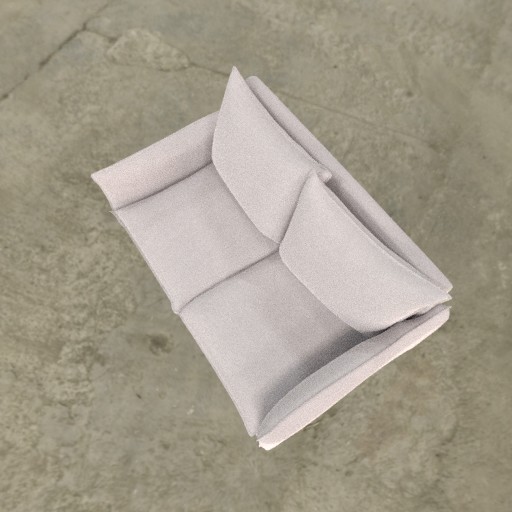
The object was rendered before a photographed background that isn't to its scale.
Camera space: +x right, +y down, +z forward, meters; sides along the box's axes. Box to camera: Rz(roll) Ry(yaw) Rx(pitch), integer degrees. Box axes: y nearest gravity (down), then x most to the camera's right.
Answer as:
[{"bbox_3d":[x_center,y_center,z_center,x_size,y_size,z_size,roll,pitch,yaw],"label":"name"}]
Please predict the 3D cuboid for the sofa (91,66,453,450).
[{"bbox_3d":[0.000,0.000,1.842,0.820,0.840,1.300,-31,68,-14],"label":"sofa"}]
